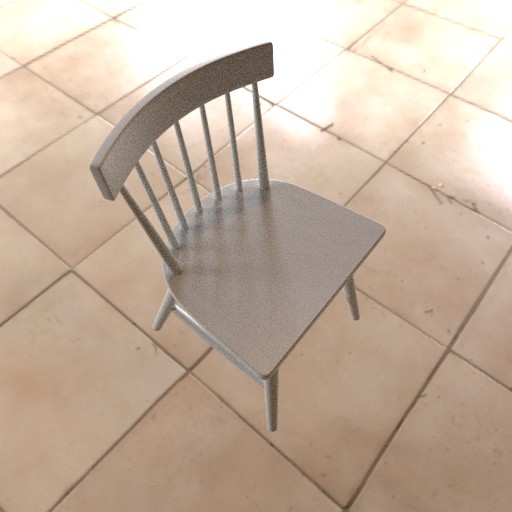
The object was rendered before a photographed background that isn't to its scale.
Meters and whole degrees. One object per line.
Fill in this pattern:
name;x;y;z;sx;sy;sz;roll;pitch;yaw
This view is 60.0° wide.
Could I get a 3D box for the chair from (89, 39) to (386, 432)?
chair;0.000;0.000;1.093;0.500;0.787;0.483;34;63;20
